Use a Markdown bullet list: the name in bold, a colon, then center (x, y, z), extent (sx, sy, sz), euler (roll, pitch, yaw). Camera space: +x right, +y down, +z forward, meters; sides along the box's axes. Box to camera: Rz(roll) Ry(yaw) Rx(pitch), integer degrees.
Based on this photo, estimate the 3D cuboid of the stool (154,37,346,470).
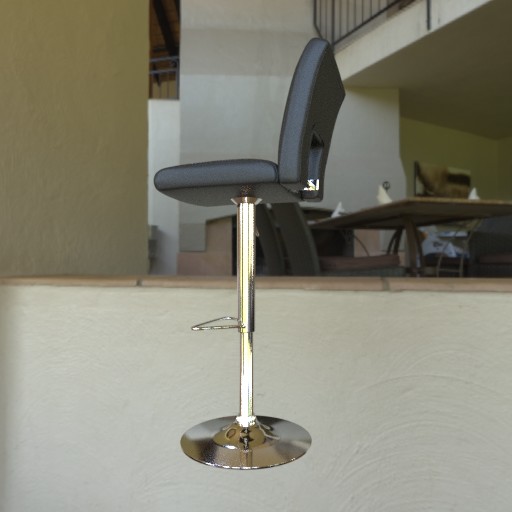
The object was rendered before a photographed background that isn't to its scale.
- **stool**: center (0.000, 0.000, 1.392), extent (0.520, 1.151, 0.415), euler (0, -1, 18)
